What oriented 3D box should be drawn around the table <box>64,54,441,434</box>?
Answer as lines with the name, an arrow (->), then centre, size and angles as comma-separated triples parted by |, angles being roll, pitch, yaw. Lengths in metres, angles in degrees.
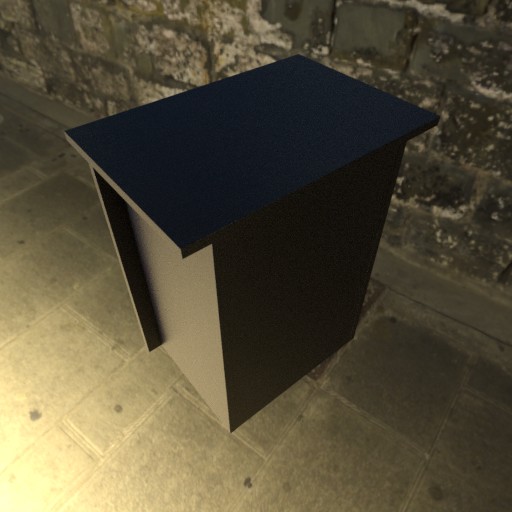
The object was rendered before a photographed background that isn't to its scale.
table -> 0.000, 0.000, 1.089 | 0.589, 0.711, 0.408 | -30, 52, -26
